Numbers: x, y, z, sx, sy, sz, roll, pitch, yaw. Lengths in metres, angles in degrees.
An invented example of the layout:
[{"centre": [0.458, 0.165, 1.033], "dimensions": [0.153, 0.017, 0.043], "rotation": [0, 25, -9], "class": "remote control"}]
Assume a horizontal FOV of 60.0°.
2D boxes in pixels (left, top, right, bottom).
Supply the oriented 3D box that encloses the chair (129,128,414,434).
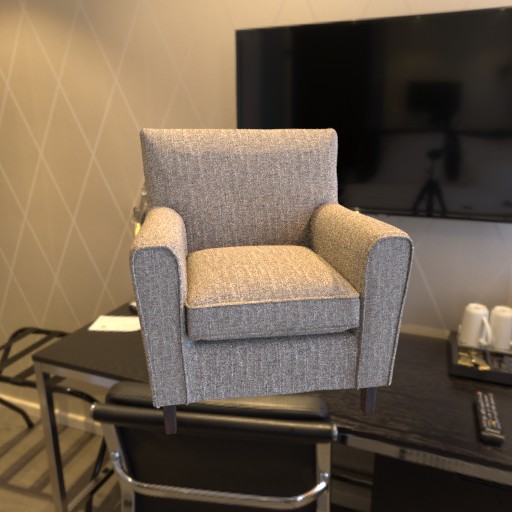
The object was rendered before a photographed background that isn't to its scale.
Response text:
[{"centre": [0.000, 0.000, 1.659], "dimensions": [0.864, 0.928, 0.873], "rotation": [-2, 15, -9], "class": "chair"}]
